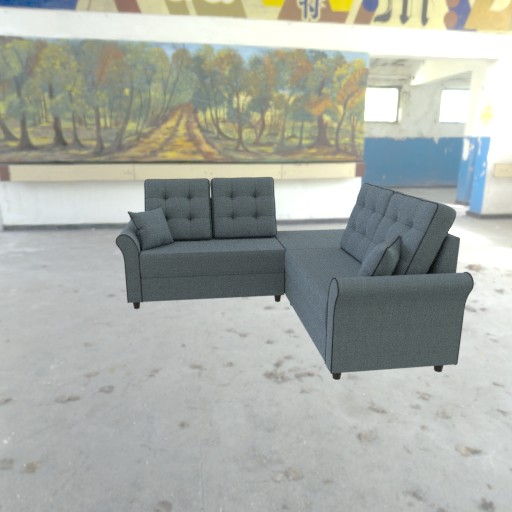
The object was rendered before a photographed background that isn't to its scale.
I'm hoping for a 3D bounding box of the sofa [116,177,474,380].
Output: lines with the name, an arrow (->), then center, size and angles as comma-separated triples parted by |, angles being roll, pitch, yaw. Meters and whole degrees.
sofa -> 0.000, 0.000, 3.242 | 2.068, 0.988, 2.070 | -2, 15, -8
